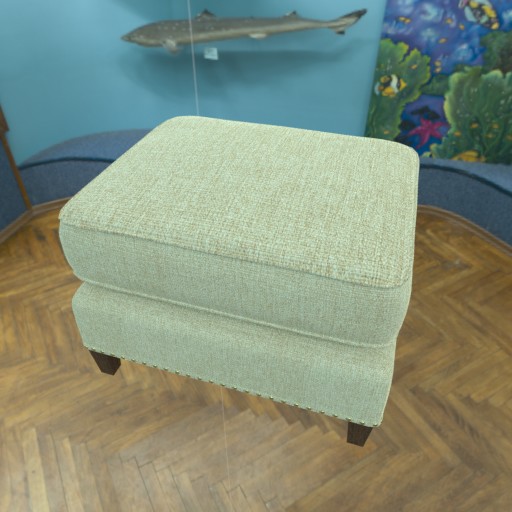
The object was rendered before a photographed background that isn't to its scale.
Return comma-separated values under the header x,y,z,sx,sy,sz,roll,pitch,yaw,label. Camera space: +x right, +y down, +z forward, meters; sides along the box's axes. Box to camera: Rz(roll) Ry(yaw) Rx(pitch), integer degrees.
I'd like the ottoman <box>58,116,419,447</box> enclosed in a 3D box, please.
x,y,z,sx,sy,sz,roll,pitch,yaw,label
0.000,0.000,1.134,0.738,0.537,0.589,11,41,13,ottoman
